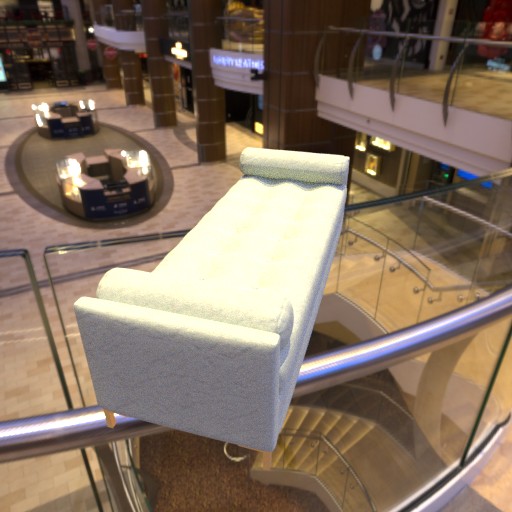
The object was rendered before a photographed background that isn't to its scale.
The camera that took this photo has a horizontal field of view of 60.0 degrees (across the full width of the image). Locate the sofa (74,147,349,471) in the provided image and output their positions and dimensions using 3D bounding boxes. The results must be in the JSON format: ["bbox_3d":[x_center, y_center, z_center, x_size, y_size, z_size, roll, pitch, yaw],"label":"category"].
[{"bbox_3d":[0.000,0.000,2.514,0.796,0.705,2.102,9,31,14],"label":"sofa"}]
